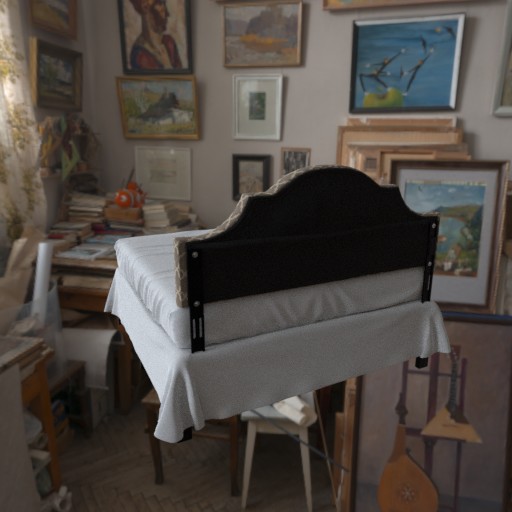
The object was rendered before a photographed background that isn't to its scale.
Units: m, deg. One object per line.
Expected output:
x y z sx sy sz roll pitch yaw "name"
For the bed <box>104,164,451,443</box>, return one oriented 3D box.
0.000 0.000 3.709 2.314 1.601 2.222 -7 17 -26 "bed"
